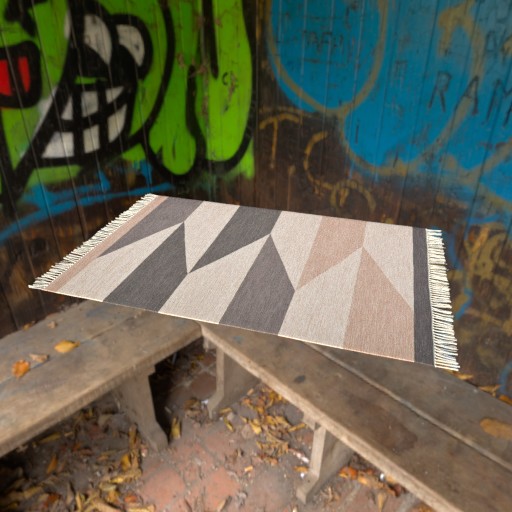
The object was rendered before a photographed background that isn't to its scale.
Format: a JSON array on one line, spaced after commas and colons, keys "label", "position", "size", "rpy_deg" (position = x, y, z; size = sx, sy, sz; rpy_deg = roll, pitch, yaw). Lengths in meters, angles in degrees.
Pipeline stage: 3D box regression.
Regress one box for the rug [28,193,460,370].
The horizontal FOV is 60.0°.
[{"label": "rug", "position": [0.000, 0.000, 2.456], "size": [2.021, 0.027, 1.224], "rpy_deg": [9, 32, 14]}]
